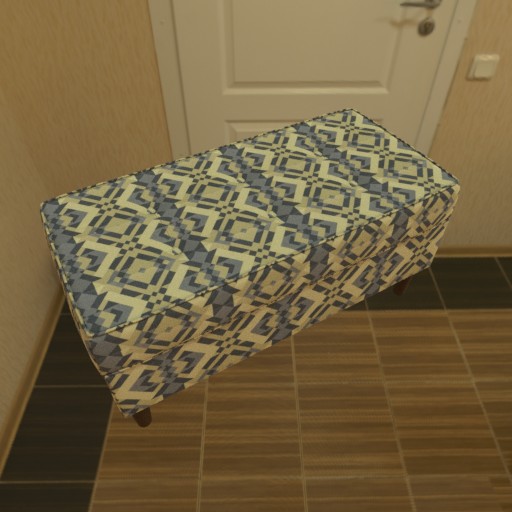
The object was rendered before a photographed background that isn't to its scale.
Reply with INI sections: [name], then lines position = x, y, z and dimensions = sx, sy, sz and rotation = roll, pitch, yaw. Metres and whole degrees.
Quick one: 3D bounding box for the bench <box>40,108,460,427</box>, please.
[bench]
position = 0.000, 0.000, 1.302
dimensions = 1.016, 0.477, 0.492
rotation = -22, 50, -20
